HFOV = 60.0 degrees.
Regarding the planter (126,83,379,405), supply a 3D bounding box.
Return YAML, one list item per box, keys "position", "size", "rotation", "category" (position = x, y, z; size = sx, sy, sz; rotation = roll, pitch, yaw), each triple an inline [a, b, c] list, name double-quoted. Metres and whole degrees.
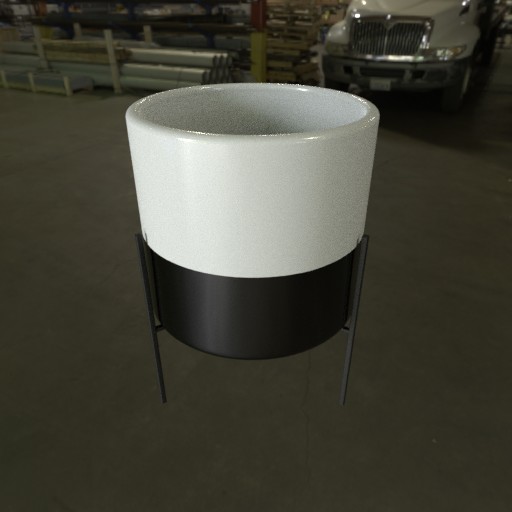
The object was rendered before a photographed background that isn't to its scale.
- position: [0.000, 0.000, 0.648]
  size: [0.310, 0.432, 0.310]
  rotation: [8, 32, 14]
  category: "planter"
